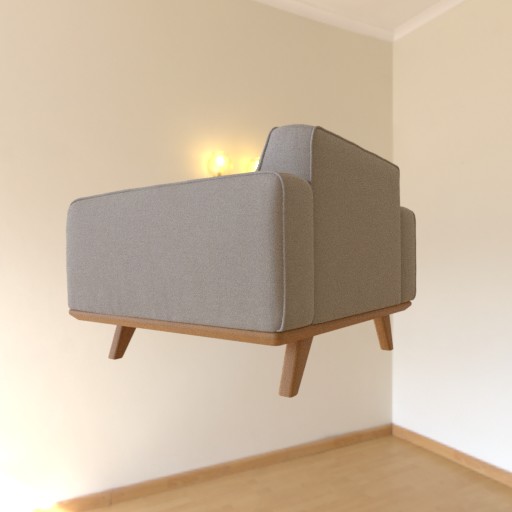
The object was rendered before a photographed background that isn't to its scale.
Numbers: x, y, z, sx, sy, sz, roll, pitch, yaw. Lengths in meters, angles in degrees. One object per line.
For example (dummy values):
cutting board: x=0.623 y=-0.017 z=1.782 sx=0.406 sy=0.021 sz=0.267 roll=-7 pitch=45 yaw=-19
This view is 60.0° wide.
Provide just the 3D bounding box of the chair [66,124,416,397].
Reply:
chair: x=0.000 y=0.000 z=1.766 sx=0.953 sy=0.779 sz=1.115 roll=0 pitch=-1 yaw=36
